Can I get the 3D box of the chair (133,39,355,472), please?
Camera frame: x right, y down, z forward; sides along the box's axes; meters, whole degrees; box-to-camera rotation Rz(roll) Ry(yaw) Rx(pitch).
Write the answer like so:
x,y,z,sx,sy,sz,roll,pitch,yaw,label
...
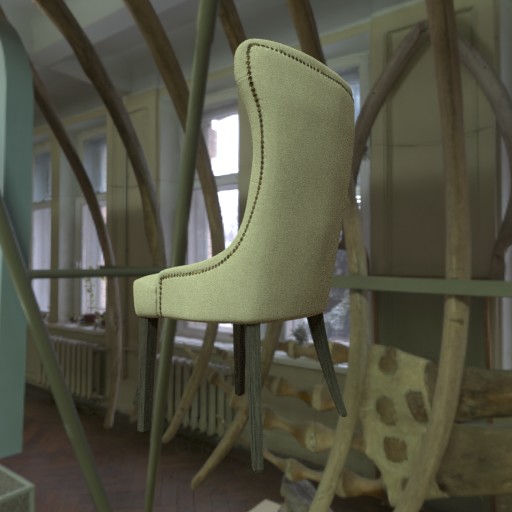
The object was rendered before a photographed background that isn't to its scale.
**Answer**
x,y,z,sx,sy,sz,roll,pitch,yaw,label
0.000,0.000,1.402,0.590,1.065,0.584,-1,-2,36,chair
